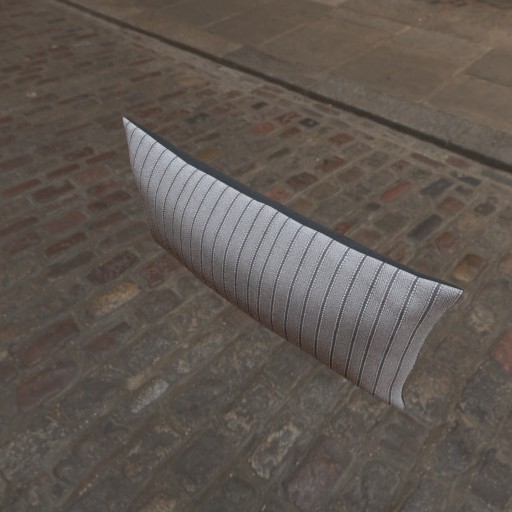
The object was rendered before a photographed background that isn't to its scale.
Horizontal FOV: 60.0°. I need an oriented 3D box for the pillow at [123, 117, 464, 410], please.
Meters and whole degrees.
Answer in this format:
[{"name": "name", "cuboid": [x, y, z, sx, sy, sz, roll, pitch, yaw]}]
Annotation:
[{"name": "pillow", "cuboid": [0.000, 0.000, 0.730, 0.609, 0.305, 0.151, 32, 54, 27]}]
